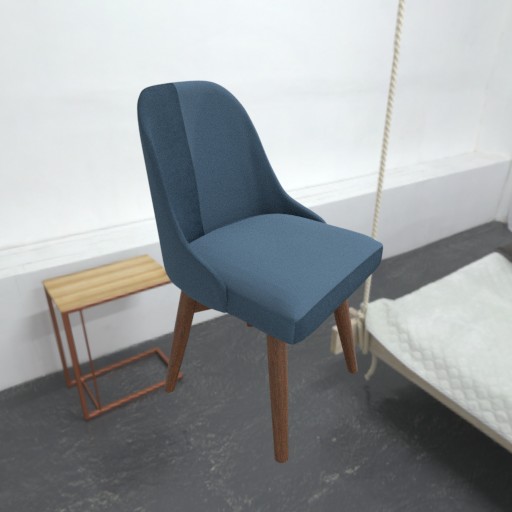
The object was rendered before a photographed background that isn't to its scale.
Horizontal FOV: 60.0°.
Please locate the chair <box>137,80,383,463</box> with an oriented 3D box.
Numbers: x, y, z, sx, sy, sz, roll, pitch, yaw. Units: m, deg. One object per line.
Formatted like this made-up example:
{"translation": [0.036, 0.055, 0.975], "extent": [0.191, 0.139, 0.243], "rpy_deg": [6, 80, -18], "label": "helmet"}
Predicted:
{"translation": [0.000, 0.000, 1.253], "extent": [0.589, 0.882, 0.503], "rpy_deg": [19, 33, 32], "label": "chair"}
